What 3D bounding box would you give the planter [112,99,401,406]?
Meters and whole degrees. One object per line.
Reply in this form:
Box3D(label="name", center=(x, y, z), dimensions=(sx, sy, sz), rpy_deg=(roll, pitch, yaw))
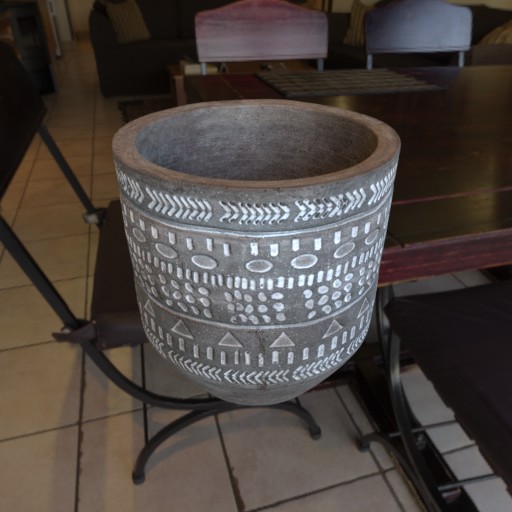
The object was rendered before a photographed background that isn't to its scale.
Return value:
Box3D(label="planter", center=(0.000, 0.000, 0.263), dimensions=(0.142, 0.149, 0.142), rpy_deg=(0, 32, 0))
